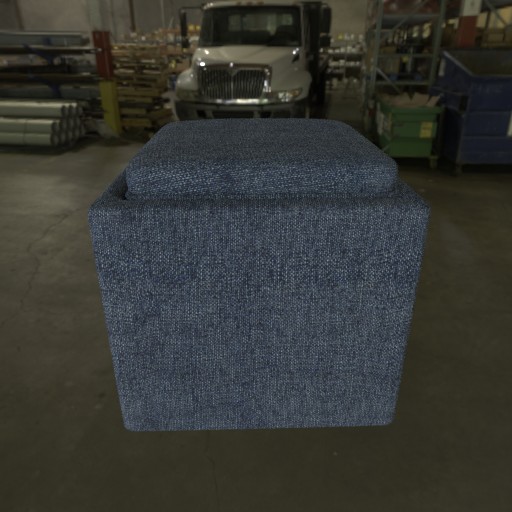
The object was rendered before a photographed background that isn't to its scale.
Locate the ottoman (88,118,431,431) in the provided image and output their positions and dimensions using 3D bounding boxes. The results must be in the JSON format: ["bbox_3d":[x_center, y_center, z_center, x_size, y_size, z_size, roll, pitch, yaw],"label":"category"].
[{"bbox_3d":[0.000,0.000,0.837,0.450,0.460,0.450,-1,26,-2],"label":"ottoman"}]
